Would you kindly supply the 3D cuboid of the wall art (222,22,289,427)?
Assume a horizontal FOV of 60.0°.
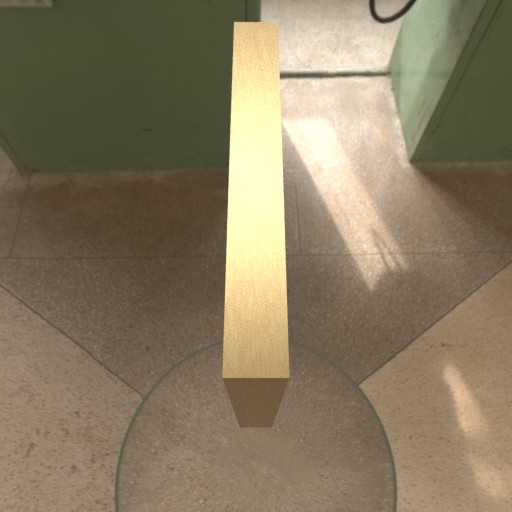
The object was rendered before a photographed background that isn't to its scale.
[{"bbox_3d":[0.000,0.000,0.456,0.038,0.305,0.304,0,64,0],"label":"wall art"}]
